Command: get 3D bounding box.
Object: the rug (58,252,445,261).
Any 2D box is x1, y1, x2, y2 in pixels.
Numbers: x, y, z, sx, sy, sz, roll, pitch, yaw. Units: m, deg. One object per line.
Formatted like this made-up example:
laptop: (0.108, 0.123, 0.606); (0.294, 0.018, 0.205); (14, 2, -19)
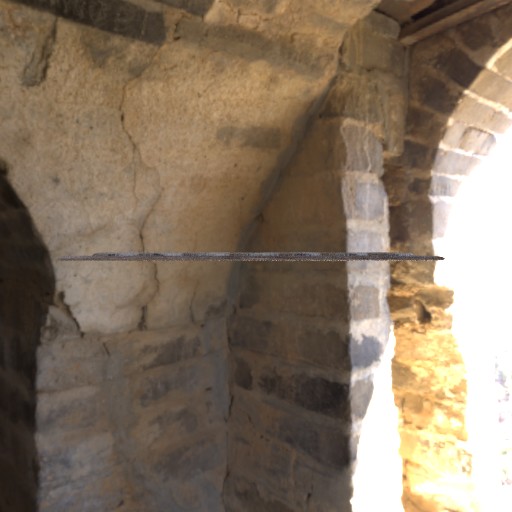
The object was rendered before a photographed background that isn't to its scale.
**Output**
rug: (0.000, 0.000, 2.297); (1.222, 0.030, 1.823); (0, 0, 1)
